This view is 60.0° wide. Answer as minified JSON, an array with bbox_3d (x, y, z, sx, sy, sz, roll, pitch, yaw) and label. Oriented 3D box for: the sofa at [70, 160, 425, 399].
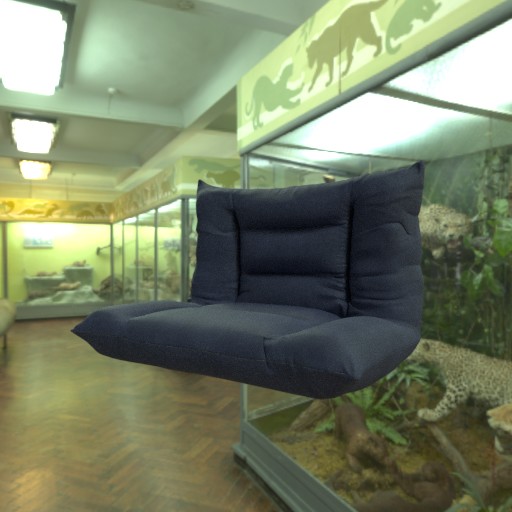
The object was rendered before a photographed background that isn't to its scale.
[{"bbox_3d":[0.000,0.000,1.711,1.122,0.778,0.849,0,0,33],"label":"sofa"}]
